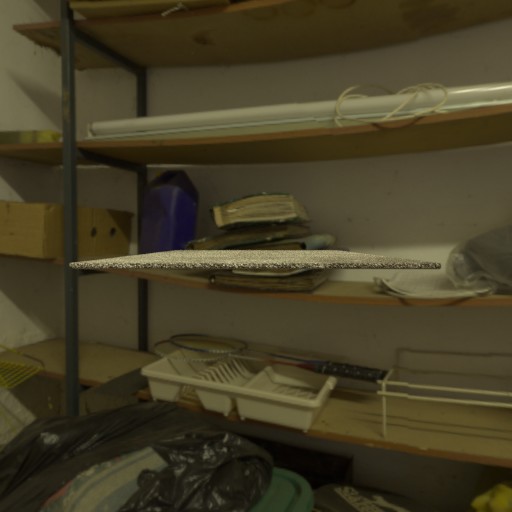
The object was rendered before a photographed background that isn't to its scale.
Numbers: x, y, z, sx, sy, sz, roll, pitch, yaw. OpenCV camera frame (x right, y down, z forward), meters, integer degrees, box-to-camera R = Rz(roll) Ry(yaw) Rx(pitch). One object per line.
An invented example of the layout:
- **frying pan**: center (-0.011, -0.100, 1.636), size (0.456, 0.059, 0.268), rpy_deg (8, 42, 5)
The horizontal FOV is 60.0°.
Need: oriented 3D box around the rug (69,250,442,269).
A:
- **rug**: center (0.000, 0.000, 2.946), size (1.501, 0.025, 2.352), rpy_deg (0, 2, 0)
